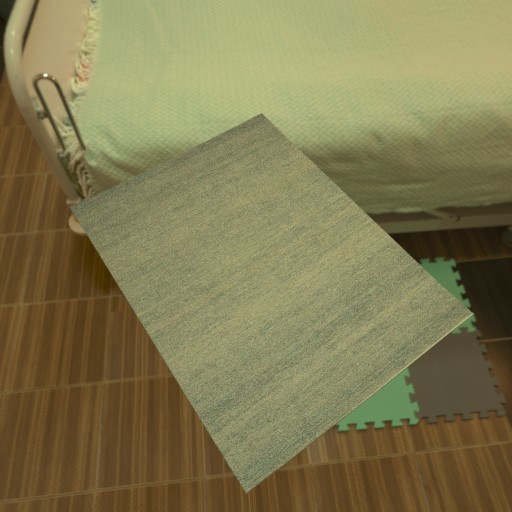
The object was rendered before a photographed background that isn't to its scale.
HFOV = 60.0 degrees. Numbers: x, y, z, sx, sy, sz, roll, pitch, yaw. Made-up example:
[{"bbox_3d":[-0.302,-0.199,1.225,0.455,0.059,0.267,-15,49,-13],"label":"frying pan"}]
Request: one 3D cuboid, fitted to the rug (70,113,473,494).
[{"bbox_3d":[0.000,0.000,4.258,2.461,0.046,3.237,-31,63,-18],"label":"rug"}]
